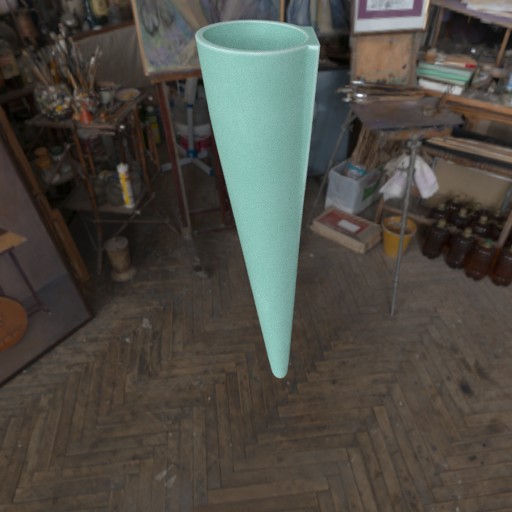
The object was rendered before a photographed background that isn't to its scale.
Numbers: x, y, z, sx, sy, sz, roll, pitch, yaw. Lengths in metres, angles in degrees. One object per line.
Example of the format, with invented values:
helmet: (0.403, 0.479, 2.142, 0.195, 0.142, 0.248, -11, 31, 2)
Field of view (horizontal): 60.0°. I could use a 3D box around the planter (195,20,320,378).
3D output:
planter: (0.000, 0.000, 0.289, 0.055, 0.268, 0.054, -1, 41, -1)
